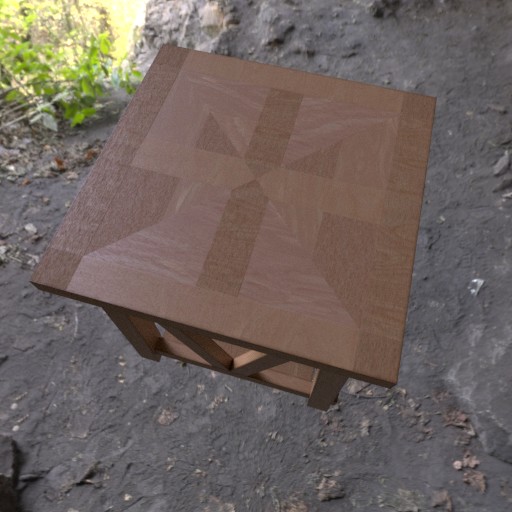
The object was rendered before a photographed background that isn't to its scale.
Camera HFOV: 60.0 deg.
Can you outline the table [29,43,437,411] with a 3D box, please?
[{"bbox_3d":[0.000,0.000,1.115,0.612,0.638,0.610,14,64,7],"label":"table"}]
